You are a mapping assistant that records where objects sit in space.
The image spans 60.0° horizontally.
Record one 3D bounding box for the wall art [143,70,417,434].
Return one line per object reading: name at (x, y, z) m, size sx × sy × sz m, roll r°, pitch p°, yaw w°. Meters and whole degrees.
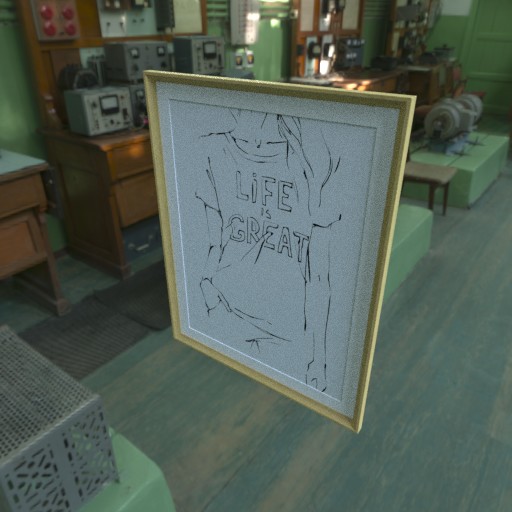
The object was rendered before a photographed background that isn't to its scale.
wall art at (0.000, 0.000, 1.354) m, size 0.798 × 1.002 × 0.030 m, roll 19°, pitch 34°, yaw 31°
